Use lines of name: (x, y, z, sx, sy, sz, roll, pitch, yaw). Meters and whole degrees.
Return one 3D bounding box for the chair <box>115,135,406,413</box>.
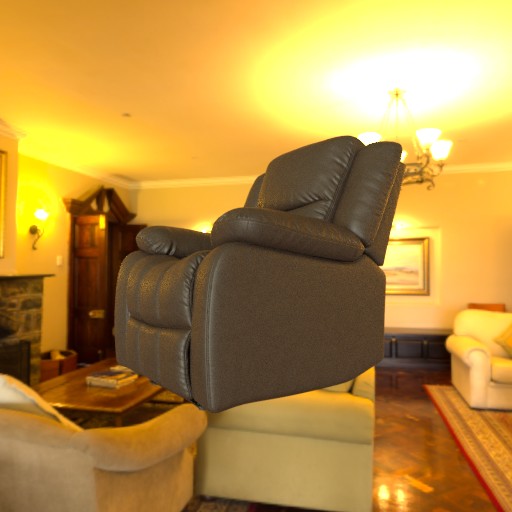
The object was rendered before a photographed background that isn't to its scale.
chair: (0.000, 0.000, 1.801, 0.934, 1.009, 0.899, 1, -2, -36)
